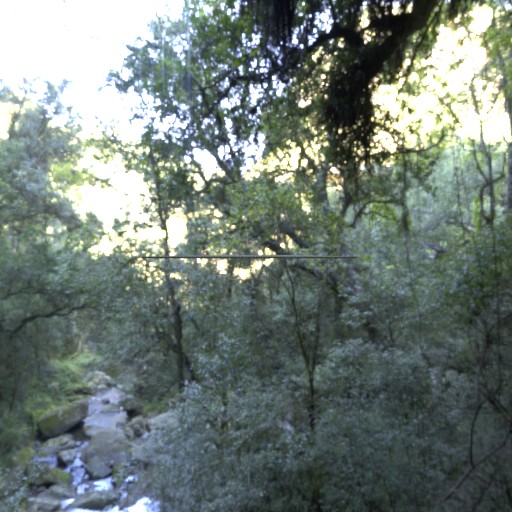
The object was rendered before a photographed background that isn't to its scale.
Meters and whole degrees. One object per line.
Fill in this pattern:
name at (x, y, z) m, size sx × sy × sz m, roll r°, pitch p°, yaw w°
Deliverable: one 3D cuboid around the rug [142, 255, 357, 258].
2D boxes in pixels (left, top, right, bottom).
rug at (0.000, 0.000, 2.634) m, size 0.686 × 0.006 × 2.437 m, roll 0°, pitch 0°, yaw 1°
